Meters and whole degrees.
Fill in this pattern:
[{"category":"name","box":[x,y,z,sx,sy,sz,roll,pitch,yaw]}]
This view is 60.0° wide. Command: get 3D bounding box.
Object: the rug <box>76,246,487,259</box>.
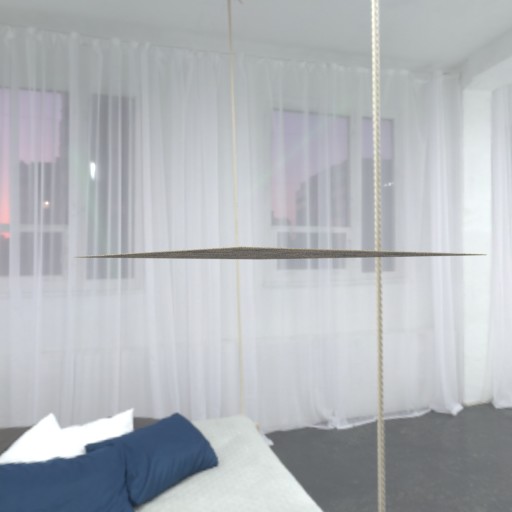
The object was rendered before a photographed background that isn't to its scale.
[{"category":"rug","box":[0.000,0.000,3.980,2.380,0.008,2.977,1,-2,-37]}]
